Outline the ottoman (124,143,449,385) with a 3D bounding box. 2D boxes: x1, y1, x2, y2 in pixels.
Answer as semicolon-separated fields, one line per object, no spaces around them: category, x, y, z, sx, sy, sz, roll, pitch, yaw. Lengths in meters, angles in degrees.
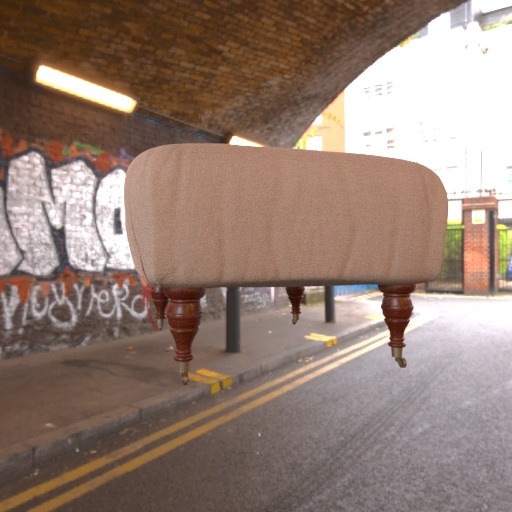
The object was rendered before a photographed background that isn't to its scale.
ottoman;0.000;0.000;1.123;0.639;0.450;0.746;0;0;-16
